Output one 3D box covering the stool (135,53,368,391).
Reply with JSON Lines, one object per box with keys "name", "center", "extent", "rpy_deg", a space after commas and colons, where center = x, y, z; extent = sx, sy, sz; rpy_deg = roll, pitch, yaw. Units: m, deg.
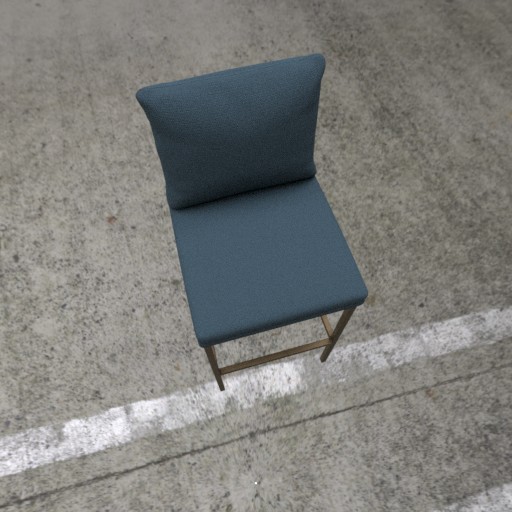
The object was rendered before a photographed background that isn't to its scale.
{"name": "stool", "center": [0.000, 0.000, 1.411], "extent": [0.463, 1.124, 0.568], "rpy_deg": [-14, 64, -7]}
